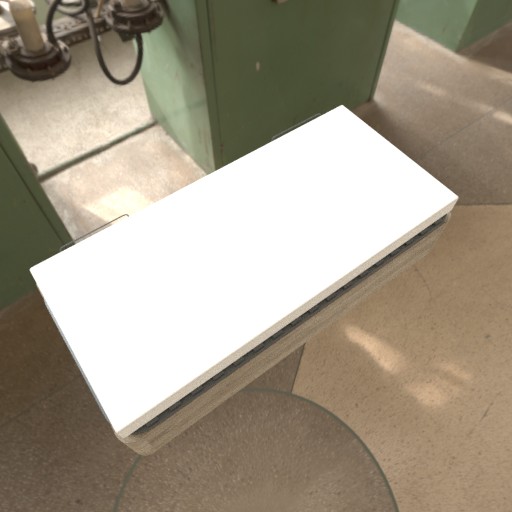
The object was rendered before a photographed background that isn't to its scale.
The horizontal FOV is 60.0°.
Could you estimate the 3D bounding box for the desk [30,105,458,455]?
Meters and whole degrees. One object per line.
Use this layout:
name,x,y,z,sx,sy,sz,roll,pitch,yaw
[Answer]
desk,0.000,0.000,2.240,1.900,0.455,0.900,-32,63,-18
